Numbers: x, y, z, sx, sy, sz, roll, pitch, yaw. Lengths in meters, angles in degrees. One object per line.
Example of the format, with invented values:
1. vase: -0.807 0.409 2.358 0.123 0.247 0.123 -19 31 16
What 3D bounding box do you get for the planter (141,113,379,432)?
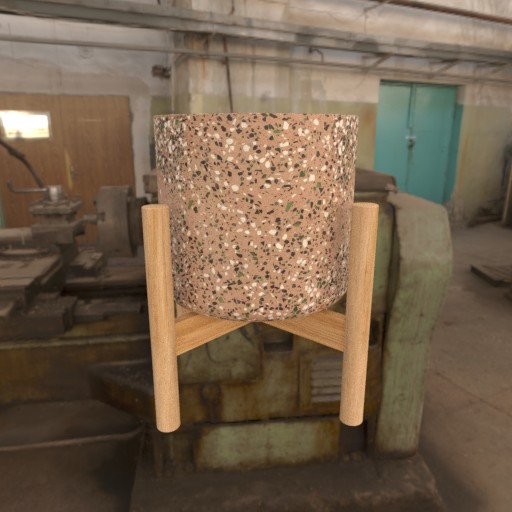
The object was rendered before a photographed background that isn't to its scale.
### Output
1. planter: 0.000 0.000 0.535 0.284 0.320 0.284 -7 17 -24
